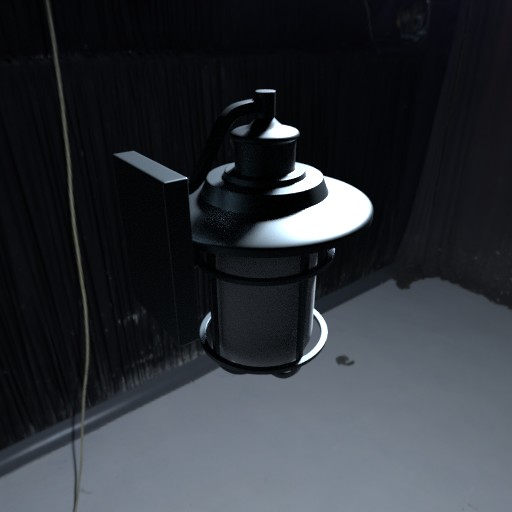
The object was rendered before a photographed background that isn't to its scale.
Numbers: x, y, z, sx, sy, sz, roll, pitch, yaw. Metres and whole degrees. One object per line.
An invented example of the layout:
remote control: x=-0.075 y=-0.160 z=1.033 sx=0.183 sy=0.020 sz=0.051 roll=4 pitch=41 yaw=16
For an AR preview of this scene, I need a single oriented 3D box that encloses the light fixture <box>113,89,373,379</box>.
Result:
light fixture: x=0.000 y=0.000 z=0.492 sx=0.252 sy=0.345 sz=0.222 roll=-19 pitch=33 yaw=-32
